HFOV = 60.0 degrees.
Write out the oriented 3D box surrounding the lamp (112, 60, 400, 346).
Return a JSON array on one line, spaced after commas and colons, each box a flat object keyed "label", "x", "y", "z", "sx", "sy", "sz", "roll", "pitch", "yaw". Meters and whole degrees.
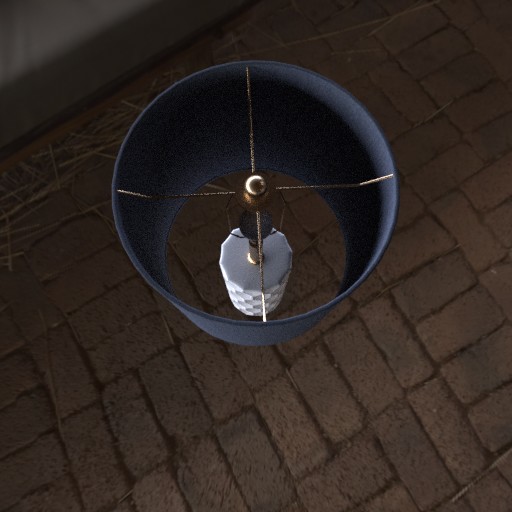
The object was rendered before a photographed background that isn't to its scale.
[{"label": "lamp", "x": 0.000, "y": 0.000, "z": 0.684, "sx": 0.277, "sy": 0.537, "sz": 0.277, "roll": 34, "pitch": 77, "yaw": 9}]
